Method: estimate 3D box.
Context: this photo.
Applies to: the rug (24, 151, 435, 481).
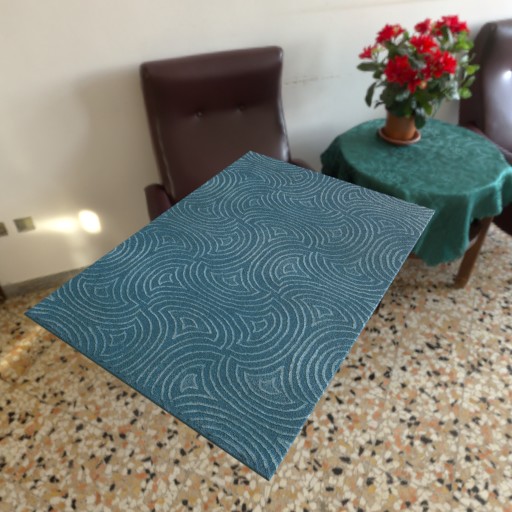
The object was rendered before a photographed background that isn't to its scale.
[{"bbox_3d":[0.000,0.000,2.706,1.543,0.015,2.144,24,47,25],"label":"rug"}]
